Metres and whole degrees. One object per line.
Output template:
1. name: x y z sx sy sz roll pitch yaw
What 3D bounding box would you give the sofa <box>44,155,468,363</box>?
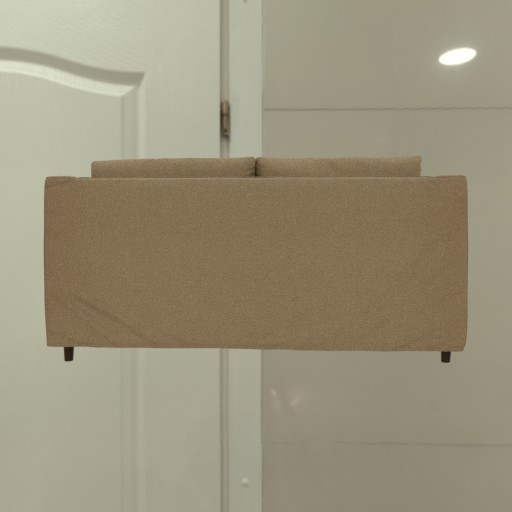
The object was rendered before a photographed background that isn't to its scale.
1. sofa: 0.000 0.000 2.583 2.010 1.018 1.072 0 -1 1
